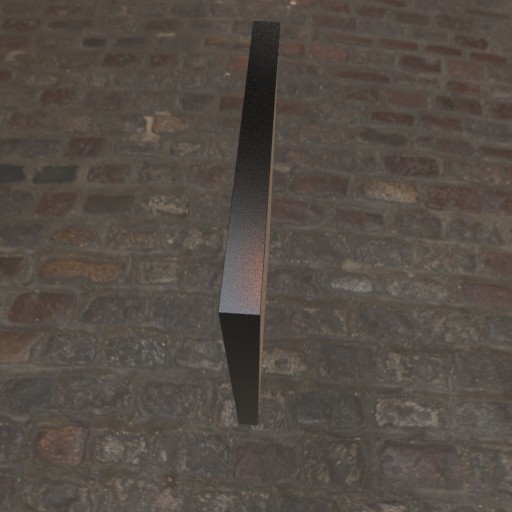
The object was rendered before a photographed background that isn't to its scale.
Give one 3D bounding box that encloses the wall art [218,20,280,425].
[{"bbox_3d":[0.000,0.000,0.750,0.038,0.551,0.448,3,59,2],"label":"wall art"}]
